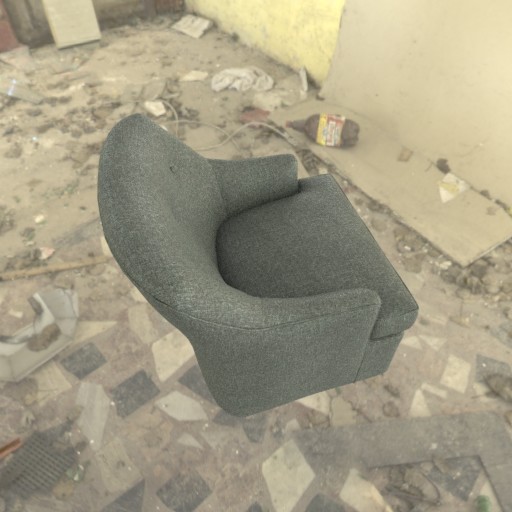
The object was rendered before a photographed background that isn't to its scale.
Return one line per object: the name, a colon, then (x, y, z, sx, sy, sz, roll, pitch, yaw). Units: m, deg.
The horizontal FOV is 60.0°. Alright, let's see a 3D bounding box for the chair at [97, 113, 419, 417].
chair: (0.000, 0.000, 1.601, 0.923, 0.856, 0.864, -12, 48, -11)
